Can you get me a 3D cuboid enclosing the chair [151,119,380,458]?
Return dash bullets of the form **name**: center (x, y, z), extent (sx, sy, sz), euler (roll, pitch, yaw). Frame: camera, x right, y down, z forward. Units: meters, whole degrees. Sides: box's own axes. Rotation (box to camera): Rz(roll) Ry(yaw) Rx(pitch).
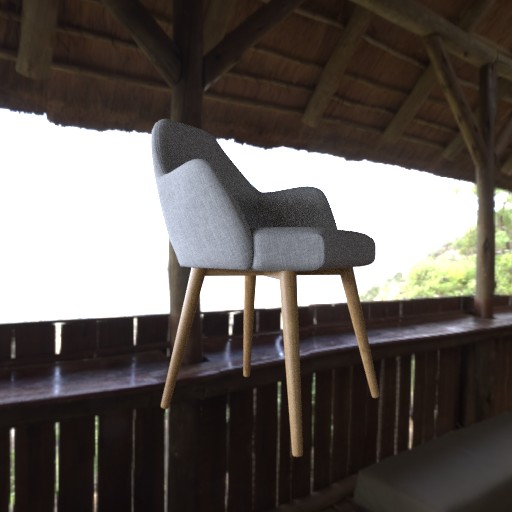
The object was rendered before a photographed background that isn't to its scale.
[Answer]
- **chair**: center (0.000, 0.000, 1.274), extent (0.610, 0.840, 0.590), euler (1, 1, 35)
